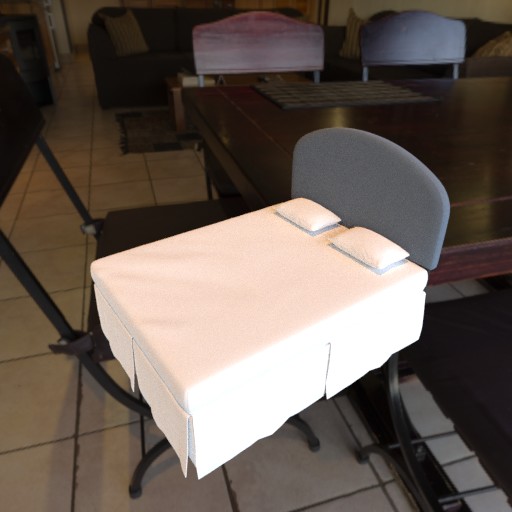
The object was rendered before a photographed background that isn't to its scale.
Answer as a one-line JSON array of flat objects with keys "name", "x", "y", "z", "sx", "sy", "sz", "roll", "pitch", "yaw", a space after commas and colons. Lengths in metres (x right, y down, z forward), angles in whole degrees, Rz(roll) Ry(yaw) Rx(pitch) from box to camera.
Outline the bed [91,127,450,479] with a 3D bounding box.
[{"name": "bed", "x": 0.000, "y": 0.000, "z": 3.073, "sx": 2.005, "sy": 1.410, "sz": 1.607, "roll": -20, "pitch": 36, "yaw": -30}]
